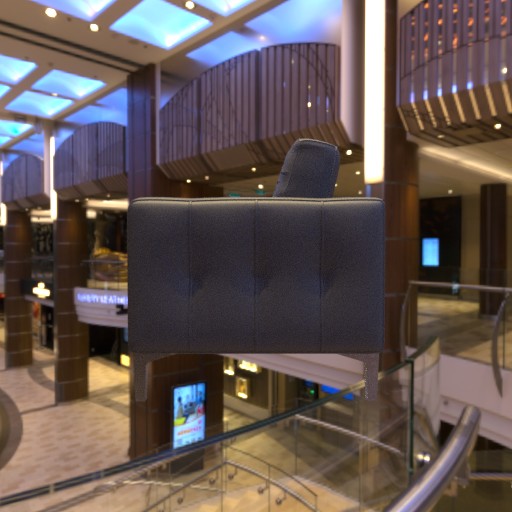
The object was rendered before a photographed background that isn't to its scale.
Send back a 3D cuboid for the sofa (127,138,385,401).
[{"bbox_3d":[0.000,0.000,2.224,0.833,0.893,1.726,0,1,0],"label":"sofa"}]
